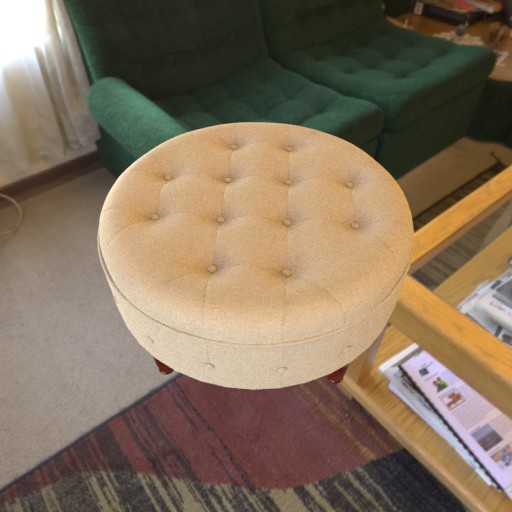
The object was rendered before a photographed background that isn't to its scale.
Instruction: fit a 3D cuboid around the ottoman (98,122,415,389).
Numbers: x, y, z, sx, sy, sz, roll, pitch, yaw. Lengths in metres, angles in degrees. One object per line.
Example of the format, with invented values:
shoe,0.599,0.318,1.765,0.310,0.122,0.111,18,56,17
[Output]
ottoman,0.000,0.000,1.340,0.849,0.478,0.849,0,46,0
